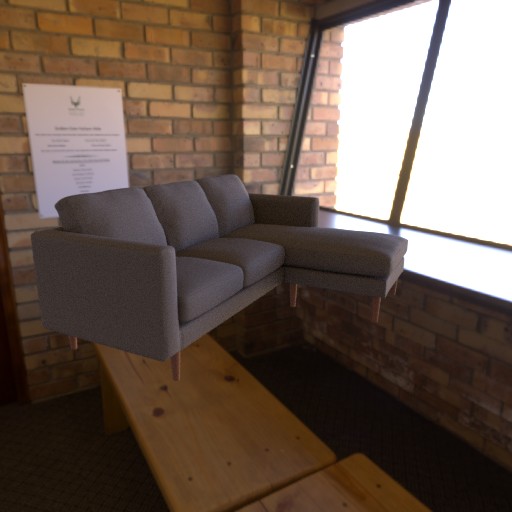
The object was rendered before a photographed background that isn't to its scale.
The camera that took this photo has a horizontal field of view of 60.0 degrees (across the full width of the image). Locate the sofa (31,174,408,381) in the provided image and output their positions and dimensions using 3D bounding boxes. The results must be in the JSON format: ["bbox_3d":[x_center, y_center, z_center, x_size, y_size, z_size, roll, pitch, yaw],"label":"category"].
[{"bbox_3d":[0.000,0.000,2.855,1.591,0.897,2.031,8,17,27],"label":"sofa"}]
